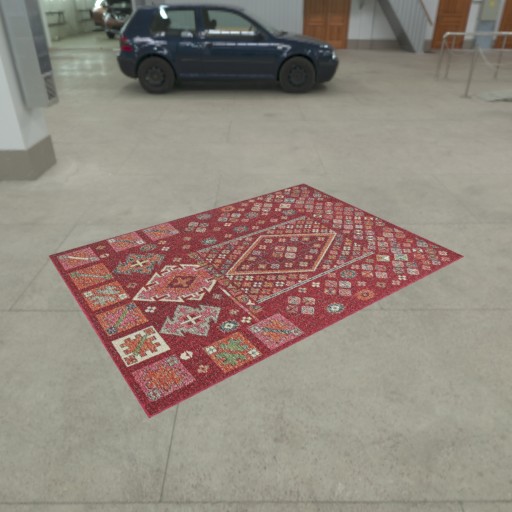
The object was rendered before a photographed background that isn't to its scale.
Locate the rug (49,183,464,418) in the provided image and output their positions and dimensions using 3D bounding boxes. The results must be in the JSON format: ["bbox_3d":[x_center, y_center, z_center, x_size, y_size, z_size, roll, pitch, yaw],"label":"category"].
[{"bbox_3d":[0.000,0.000,2.872,2.184,0.007,1.579,-20,36,-30],"label":"rug"}]
